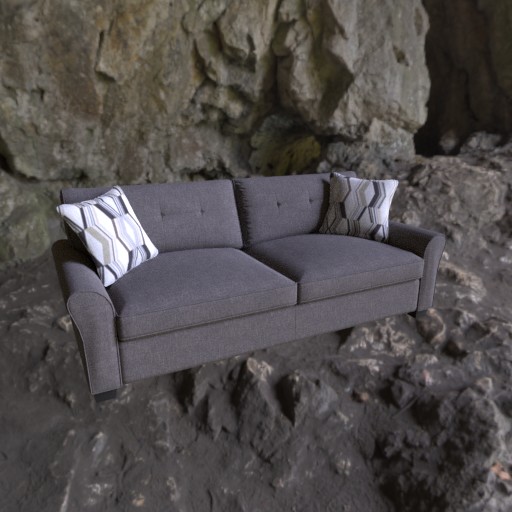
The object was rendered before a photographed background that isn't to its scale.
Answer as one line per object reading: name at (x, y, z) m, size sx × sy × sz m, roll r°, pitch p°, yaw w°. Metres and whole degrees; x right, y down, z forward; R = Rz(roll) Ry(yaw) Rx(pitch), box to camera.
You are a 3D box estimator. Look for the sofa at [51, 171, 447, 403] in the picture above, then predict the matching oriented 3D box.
sofa at (0.000, 0.000, 2.479) m, size 2.032 × 0.813 × 0.889 m, roll -8°, pitch 19°, yaw -26°
